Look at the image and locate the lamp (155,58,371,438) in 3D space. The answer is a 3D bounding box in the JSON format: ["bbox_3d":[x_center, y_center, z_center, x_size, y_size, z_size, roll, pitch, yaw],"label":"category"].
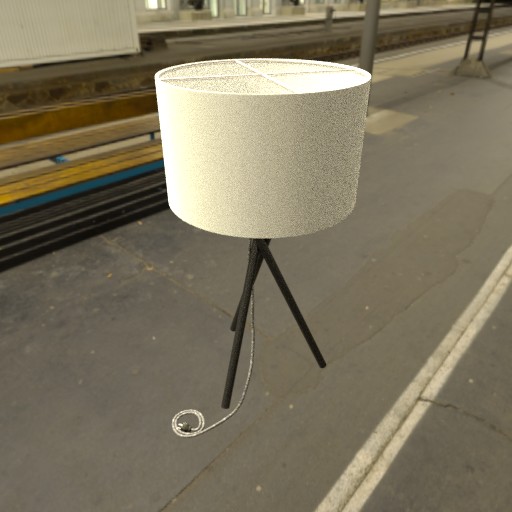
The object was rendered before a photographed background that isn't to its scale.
[{"bbox_3d":[0.000,0.000,0.885,0.353,0.674,0.422,10,32,16],"label":"lamp"}]
